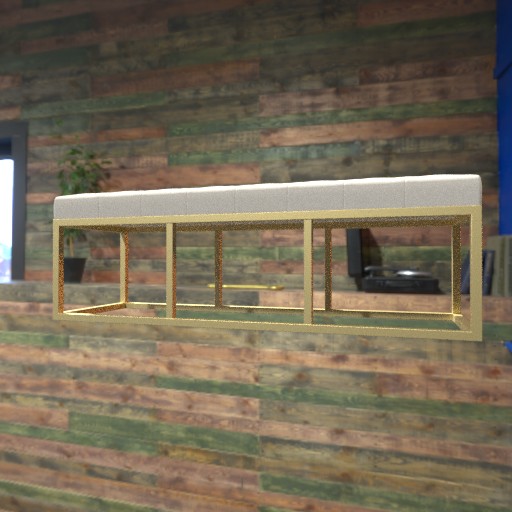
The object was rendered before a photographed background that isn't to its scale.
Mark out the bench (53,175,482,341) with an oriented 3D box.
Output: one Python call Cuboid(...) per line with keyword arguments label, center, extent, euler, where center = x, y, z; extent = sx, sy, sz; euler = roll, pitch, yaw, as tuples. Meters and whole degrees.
Cuboid(label="bench", center=(0.000, 0.000, 1.674), extent=(1.473, 0.484, 0.457), euler=(0, 0, 17))
